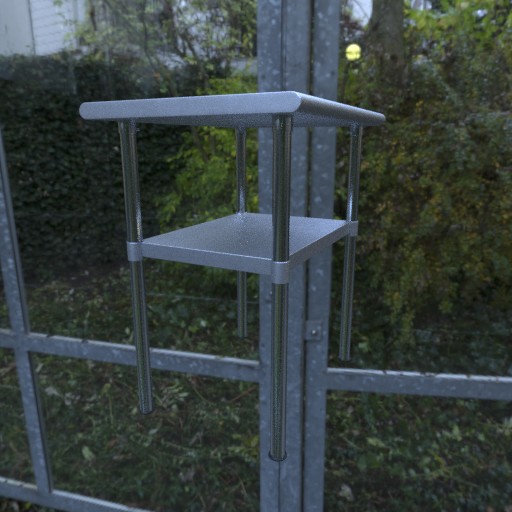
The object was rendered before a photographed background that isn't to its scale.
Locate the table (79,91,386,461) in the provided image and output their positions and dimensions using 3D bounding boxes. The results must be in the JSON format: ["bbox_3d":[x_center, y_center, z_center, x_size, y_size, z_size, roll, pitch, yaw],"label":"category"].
[{"bbox_3d":[0.000,0.000,1.390,0.584,0.876,0.762,7,16,26],"label":"table"}]
